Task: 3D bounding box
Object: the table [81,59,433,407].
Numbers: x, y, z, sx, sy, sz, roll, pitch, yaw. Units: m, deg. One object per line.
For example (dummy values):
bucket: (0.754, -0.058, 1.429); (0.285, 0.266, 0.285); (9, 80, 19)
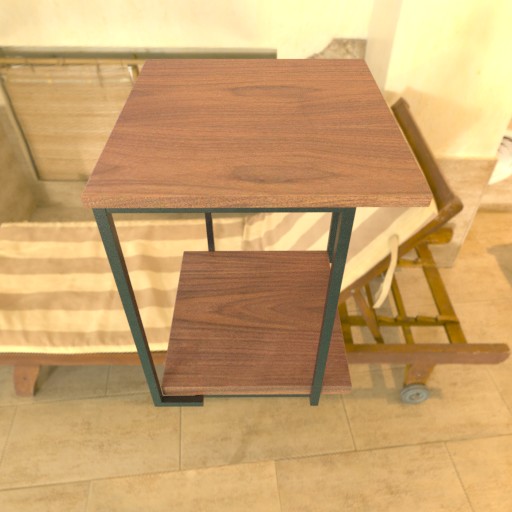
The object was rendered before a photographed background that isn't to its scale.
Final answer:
table: (0.000, 0.000, 0.825); (0.384, 0.567, 0.411); (0, 43, 0)
